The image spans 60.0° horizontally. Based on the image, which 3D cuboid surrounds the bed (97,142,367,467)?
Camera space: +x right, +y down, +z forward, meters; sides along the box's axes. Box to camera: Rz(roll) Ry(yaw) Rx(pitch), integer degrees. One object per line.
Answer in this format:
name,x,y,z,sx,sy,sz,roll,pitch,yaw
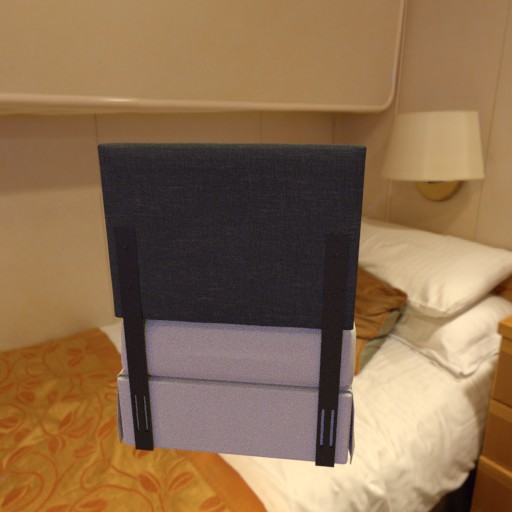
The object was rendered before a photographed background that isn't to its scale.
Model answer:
bed,0.000,0.000,2.981,1.261,1.571,1.997,2,17,7
